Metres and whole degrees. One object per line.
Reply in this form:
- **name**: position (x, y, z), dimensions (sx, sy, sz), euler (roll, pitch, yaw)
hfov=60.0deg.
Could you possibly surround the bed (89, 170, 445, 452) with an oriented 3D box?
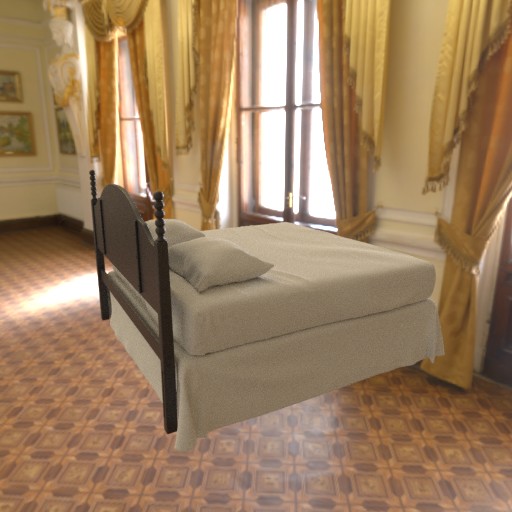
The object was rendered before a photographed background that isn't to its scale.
- **bed**: position (0.000, 0.000, 3.636), dimensions (2.219, 1.355, 2.322), euler (-8, 17, -28)
